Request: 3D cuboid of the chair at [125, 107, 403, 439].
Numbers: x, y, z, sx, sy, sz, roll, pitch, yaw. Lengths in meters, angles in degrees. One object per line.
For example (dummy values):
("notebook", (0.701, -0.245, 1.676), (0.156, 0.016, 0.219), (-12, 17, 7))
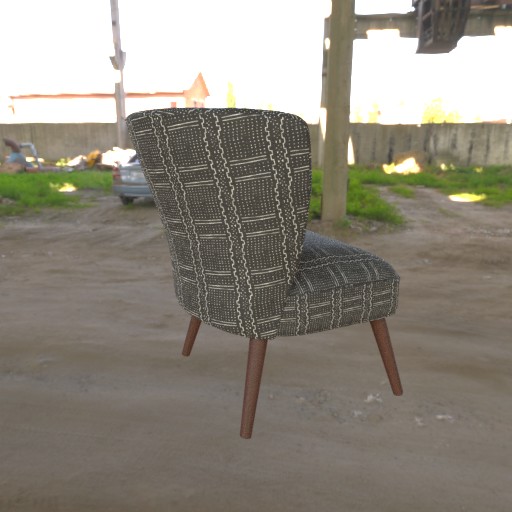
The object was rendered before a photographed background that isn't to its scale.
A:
("chair", (0.000, 0.000, 1.426), (0.758, 0.866, 0.710), (-7, 15, -25))
